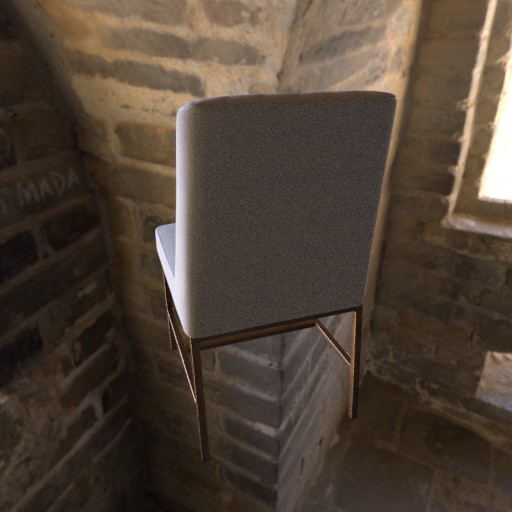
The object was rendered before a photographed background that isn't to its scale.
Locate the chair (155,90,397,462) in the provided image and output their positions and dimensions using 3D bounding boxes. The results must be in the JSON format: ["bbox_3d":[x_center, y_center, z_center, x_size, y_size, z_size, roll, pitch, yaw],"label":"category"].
[{"bbox_3d":[0.000,0.000,1.270,0.503,0.933,0.597,-9,27,-17],"label":"chair"}]
